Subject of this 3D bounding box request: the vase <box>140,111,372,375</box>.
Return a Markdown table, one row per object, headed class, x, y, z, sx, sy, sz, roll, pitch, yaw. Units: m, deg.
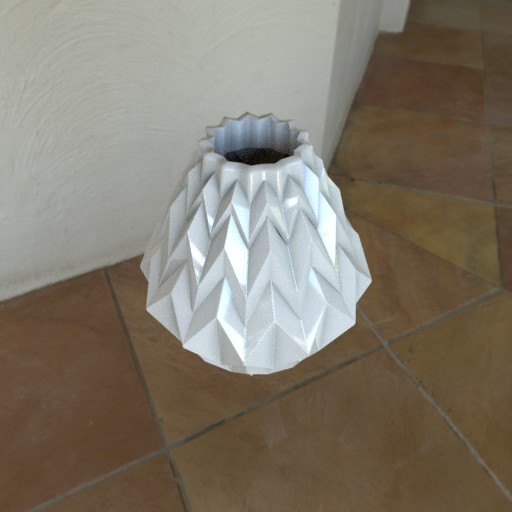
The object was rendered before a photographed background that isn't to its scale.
| class | x | y | z | sx | sy | sz | roll | pitch | yaw |
| --- | --- | --- | --- | --- | --- | --- | --- | --- | --- |
| vase | 0.000 | 0.000 | 0.312 | 0.164 | 0.185 | 0.164 | 0 | 46 | 0 |
